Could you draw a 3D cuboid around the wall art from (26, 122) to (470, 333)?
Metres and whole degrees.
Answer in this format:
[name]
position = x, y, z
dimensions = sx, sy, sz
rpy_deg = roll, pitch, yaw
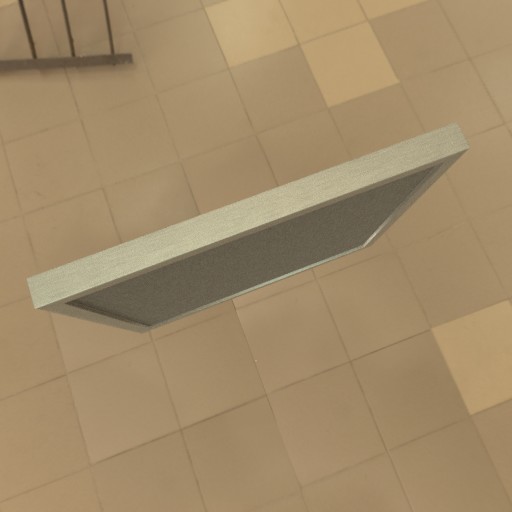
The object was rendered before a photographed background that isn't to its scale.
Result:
[wall art]
position = 0.000, 0.000, 0.524
dimensions = 0.380, 0.330, 0.028
rpy_deg = -21, 78, -5
